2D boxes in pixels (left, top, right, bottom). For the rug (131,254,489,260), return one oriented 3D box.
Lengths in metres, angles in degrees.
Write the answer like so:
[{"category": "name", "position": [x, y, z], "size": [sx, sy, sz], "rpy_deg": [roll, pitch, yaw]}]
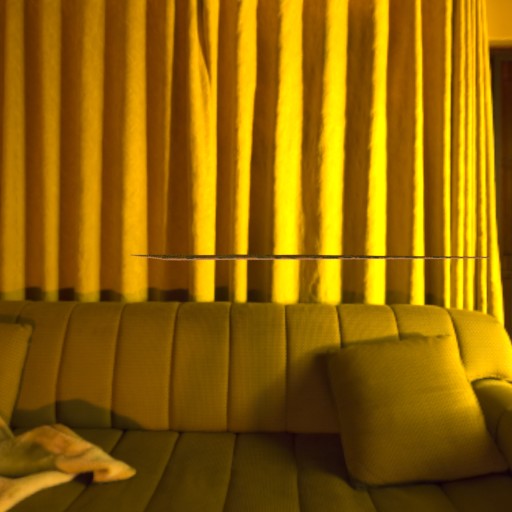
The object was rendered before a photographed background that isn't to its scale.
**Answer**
[{"category": "rug", "position": [0.000, 0.000, 3.004], "size": [1.520, 0.011, 2.447], "rpy_deg": [0, 0, -19]}]
